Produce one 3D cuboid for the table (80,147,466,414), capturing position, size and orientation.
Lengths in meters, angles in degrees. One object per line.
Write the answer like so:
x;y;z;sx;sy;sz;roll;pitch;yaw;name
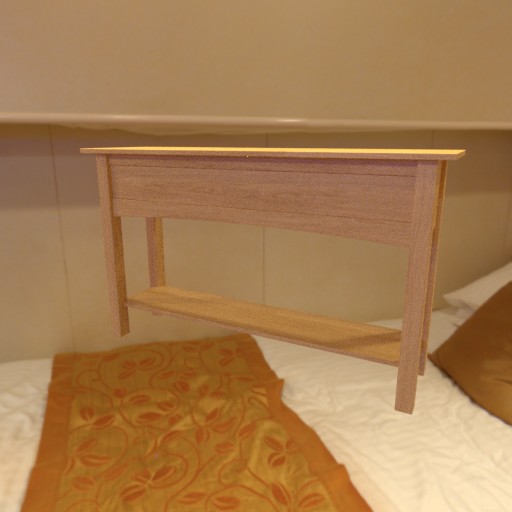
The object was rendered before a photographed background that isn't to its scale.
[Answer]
0.000;0.000;1.554;1.240;0.730;0.350;8;17;26;table
